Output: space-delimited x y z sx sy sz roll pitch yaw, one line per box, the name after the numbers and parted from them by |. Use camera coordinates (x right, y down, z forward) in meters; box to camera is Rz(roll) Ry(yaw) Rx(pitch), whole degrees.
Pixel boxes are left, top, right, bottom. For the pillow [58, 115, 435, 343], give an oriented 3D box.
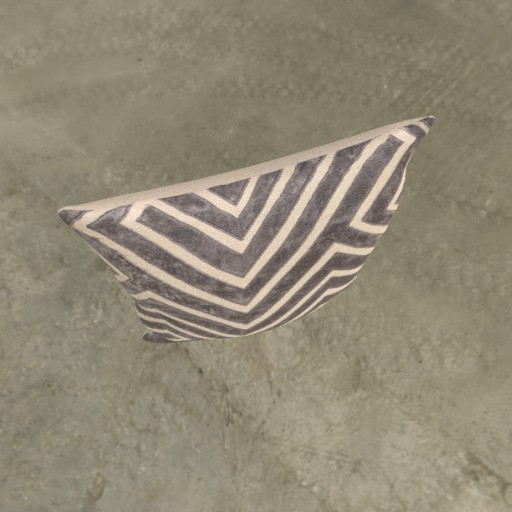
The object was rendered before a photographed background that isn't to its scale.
0.000 0.000 0.665 0.440 0.441 0.182 -16 64 -8 | pillow
